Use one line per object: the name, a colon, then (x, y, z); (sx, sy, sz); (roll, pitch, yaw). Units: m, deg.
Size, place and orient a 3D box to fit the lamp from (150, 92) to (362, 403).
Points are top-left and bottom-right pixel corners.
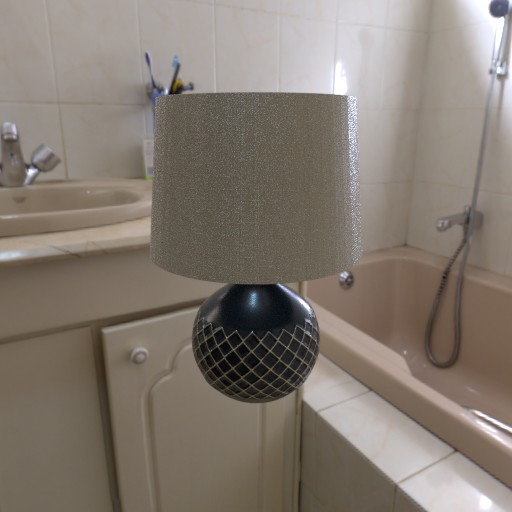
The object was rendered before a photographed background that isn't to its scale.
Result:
lamp: (0.000, 0.000, 0.808); (0.376, 0.540, 0.376); (0, 17, 0)
